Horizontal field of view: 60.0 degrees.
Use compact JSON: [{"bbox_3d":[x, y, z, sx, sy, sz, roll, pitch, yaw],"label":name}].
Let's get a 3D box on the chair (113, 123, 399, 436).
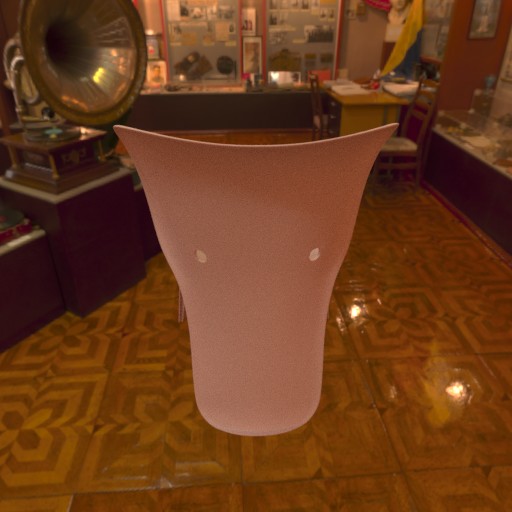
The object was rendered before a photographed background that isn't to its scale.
[{"bbox_3d":[0.000,0.000,0.852,0.451,0.554,0.402,-1,30,-2],"label":"chair"}]
